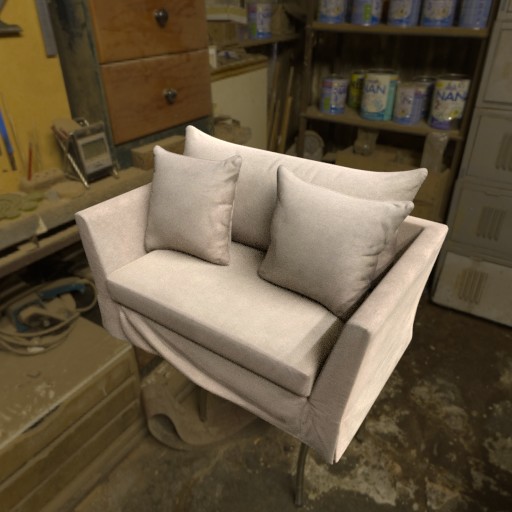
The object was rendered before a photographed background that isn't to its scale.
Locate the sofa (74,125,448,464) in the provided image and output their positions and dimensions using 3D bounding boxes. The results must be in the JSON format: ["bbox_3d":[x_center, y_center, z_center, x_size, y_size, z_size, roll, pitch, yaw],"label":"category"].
[{"bbox_3d":[0.000,0.000,2.305,1.608,1.040,1.035,20,36,30],"label":"sofa"}]
